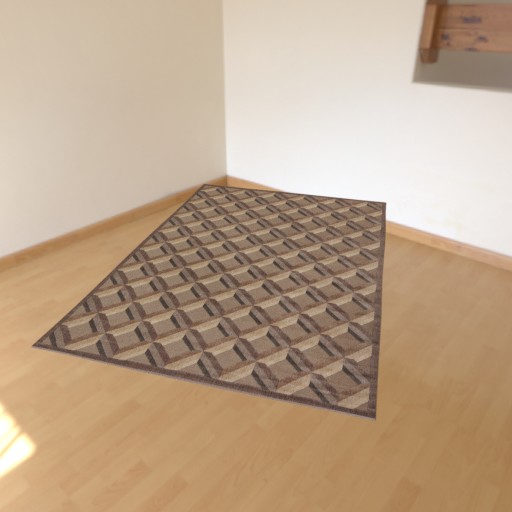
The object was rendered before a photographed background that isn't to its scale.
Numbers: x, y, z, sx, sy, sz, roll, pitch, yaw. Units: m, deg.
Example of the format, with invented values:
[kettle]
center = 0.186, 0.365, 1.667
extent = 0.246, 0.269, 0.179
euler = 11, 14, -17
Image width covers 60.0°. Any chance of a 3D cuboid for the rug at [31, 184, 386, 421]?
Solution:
[rug]
center = 0.000, 0.000, 2.861
extent = 1.600, 0.013, 2.260
euler = 8, 31, 13
